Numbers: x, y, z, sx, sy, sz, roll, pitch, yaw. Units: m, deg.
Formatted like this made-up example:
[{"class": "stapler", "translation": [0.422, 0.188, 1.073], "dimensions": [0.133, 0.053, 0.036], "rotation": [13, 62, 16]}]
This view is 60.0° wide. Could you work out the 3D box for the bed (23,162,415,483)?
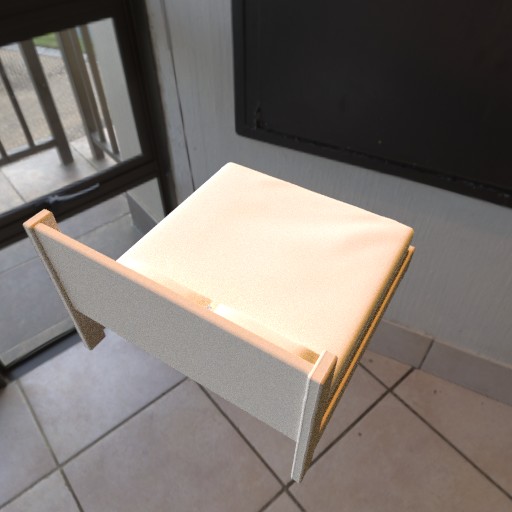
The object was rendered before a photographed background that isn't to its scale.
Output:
[{"class": "bed", "translation": [0.000, 0.000, 3.667], "dimensions": [2.145, 1.471, 2.293], "rotation": [24, 51, 21]}]
